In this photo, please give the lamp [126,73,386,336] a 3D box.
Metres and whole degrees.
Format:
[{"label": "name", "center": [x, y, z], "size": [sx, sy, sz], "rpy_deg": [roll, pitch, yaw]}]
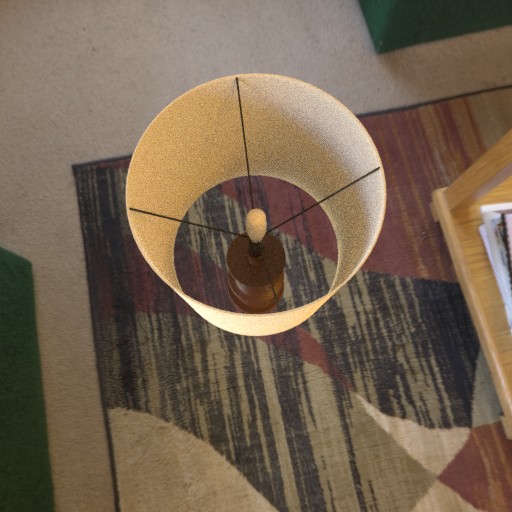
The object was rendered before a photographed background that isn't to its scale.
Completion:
[{"label": "lamp", "center": [0.000, 0.000, 0.576], "size": [0.208, 0.455, 0.208], "rpy_deg": [-29, 78, -7]}]
